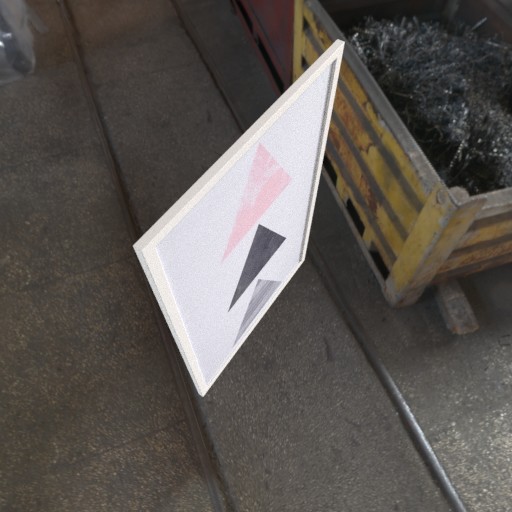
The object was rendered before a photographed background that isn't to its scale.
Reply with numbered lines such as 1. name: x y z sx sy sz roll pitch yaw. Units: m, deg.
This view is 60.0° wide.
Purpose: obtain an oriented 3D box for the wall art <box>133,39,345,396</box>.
1. wall art: 0.000 0.000 0.862 0.013 0.656 0.456 31 64 17
